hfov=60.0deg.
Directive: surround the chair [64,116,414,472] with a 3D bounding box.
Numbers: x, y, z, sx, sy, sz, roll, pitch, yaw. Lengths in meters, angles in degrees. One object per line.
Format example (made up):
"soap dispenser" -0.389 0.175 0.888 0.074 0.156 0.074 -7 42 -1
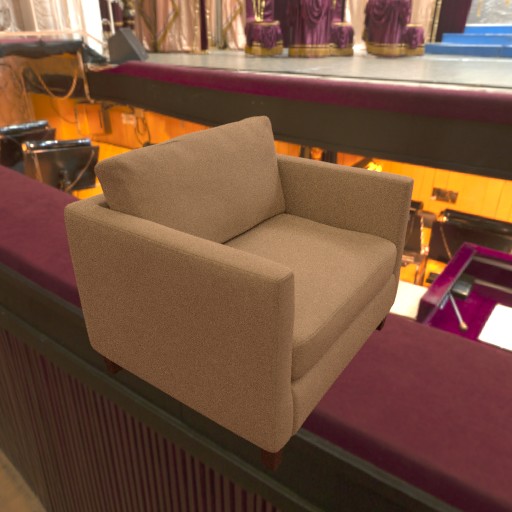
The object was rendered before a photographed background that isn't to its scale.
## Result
"chair" 0.000 0.000 1.836 0.959 0.961 1.107 18 32 31
